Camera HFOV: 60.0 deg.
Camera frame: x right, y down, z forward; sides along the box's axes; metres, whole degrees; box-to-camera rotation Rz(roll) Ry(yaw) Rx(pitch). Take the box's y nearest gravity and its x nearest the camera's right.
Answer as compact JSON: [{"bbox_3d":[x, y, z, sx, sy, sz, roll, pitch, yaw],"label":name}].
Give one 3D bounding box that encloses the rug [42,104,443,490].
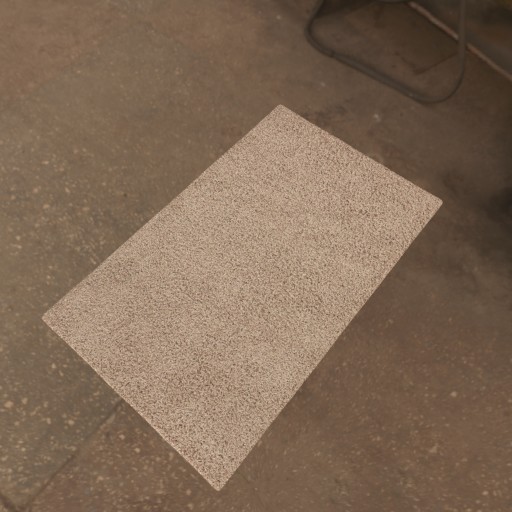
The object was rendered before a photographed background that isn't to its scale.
[{"bbox_3d":[0.000,0.000,3.023,1.524,0.030,2.438,37,68,17],"label":"rug"}]
